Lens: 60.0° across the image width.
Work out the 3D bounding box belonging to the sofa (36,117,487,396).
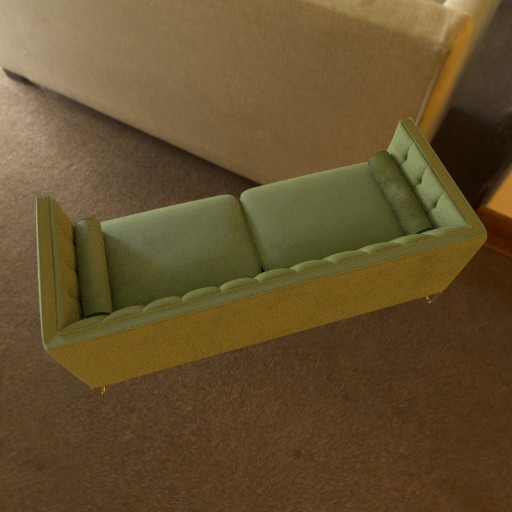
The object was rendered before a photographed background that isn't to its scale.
[{"bbox_3d":[0.000,0.000,2.474,2.087,0.789,0.867,-14,60,-8],"label":"sofa"}]
